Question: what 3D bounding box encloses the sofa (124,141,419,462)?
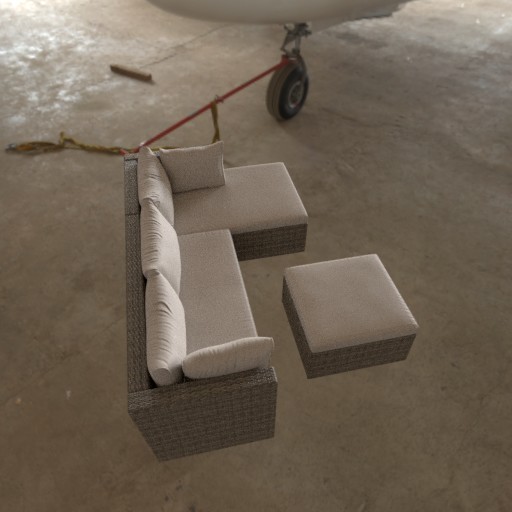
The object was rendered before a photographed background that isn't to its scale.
[{"bbox_3d":[0.000,0.000,3.040,1.662,0.766,2.192,-9,46,-9],"label":"sofa"}]
